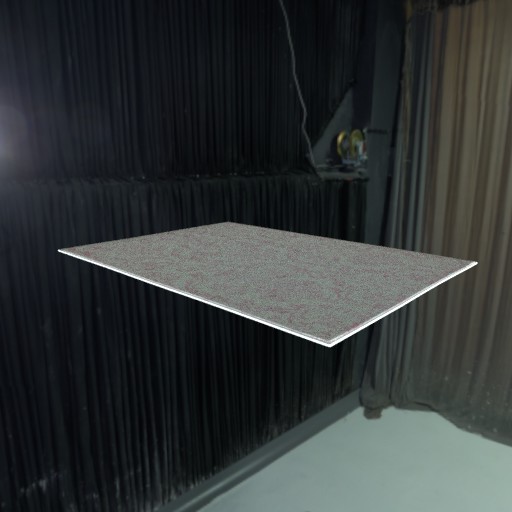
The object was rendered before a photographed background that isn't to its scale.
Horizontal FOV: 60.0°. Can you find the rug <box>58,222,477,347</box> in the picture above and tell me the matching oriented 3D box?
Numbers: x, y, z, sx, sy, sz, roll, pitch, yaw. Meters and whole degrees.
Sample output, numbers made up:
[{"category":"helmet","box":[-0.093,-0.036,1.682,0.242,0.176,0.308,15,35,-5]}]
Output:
[{"category":"rug","box":[0.000,0.000,2.860,2.202,0.014,1.598,12,18,41]}]
